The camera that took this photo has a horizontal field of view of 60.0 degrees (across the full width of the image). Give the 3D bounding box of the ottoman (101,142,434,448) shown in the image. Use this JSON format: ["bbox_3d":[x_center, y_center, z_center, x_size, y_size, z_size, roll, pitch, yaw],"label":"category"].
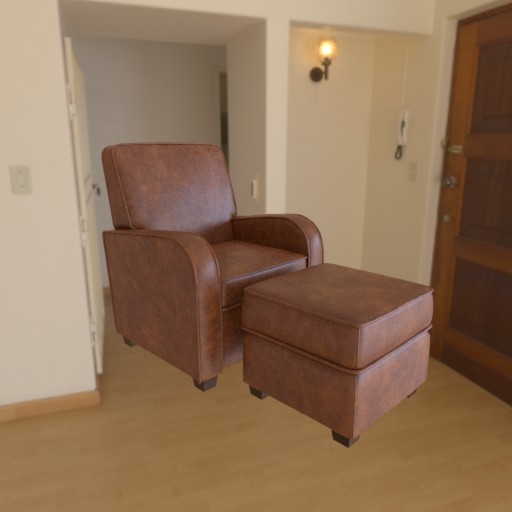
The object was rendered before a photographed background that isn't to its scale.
[{"bbox_3d":[0.000,0.000,1.812,0.732,0.904,1.314,-14,20,-43],"label":"ottoman"}]
